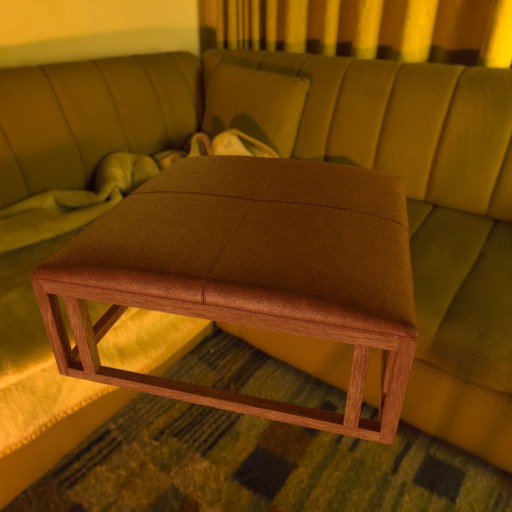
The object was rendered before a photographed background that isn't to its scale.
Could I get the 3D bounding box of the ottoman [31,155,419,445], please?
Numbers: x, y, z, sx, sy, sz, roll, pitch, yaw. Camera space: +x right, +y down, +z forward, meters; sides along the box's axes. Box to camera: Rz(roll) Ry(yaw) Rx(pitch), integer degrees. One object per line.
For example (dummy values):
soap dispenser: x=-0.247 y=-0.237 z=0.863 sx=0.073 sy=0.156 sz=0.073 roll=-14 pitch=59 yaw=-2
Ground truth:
ottoman: x=0.000 y=0.000 z=1.587 sx=1.013 sy=0.442 sz=1.016 roll=7 pitch=31 yaw=13
